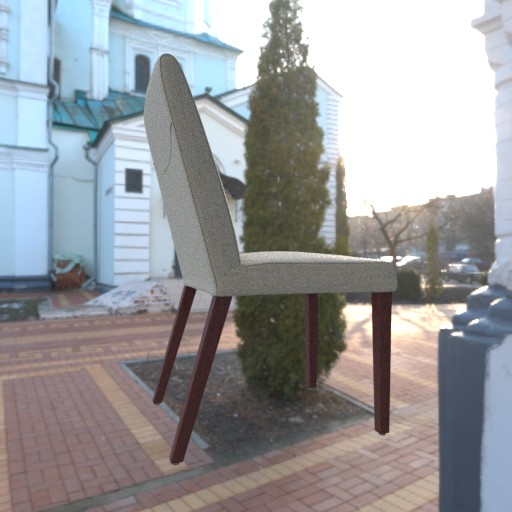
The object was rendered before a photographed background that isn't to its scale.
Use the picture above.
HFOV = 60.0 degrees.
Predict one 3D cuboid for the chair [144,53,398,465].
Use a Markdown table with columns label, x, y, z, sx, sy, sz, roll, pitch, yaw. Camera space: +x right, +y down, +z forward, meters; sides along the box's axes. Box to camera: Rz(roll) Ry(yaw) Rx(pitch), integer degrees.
| label | x | y | z | sx | sy | sz | roll | pitch | yaw |
| --- | --- | --- | --- | --- | --- | --- | --- | --- | --- |
| chair | 0.000 | 0.000 | 1.234 | 0.594 | 0.900 | 0.480 | 0 | -1 | -18 |
